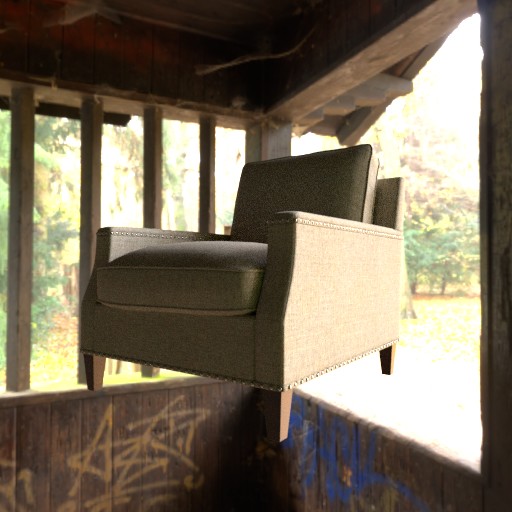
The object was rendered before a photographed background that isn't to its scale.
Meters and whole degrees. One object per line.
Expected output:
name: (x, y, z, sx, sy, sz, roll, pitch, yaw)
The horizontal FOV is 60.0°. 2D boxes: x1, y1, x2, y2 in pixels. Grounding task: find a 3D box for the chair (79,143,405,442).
chair: (0.000, 0.000, 1.704, 0.853, 0.943, 1.014, -1, -2, 36)
